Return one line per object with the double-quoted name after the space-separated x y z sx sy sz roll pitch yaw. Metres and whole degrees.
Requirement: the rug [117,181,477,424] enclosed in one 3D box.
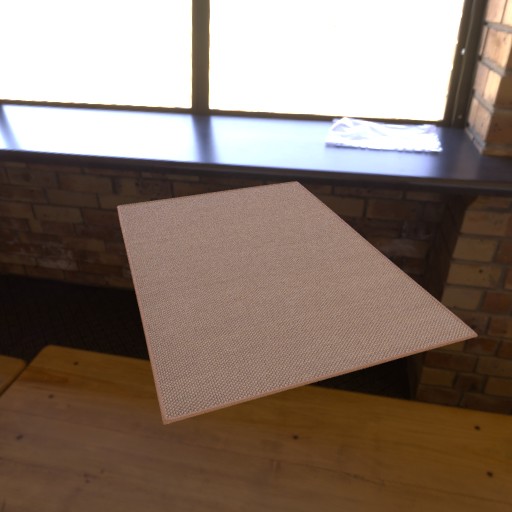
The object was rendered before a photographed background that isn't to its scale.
0.000 0.000 2.781 1.524 0.013 2.134 -10 32 -17 "rug"
